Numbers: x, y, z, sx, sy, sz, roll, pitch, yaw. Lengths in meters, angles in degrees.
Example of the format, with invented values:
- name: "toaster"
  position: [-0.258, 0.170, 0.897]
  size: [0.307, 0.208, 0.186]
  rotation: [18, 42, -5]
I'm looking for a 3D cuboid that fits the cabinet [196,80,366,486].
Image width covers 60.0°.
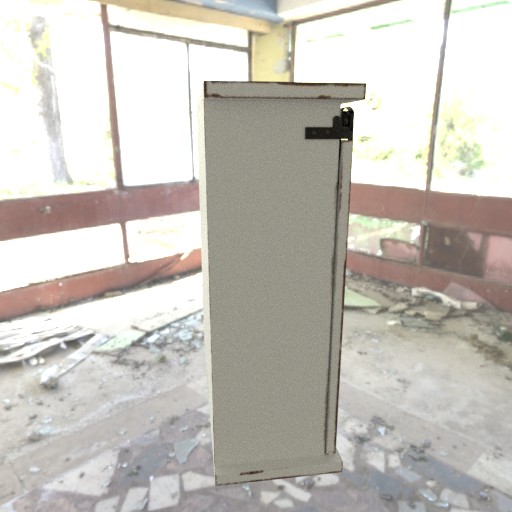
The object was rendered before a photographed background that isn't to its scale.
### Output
- name: "cabinet"
  position: [0.000, 0.000, 0.896]
  size: [0.210, 0.603, 0.541]
  rotation: [-2, 16, -8]
